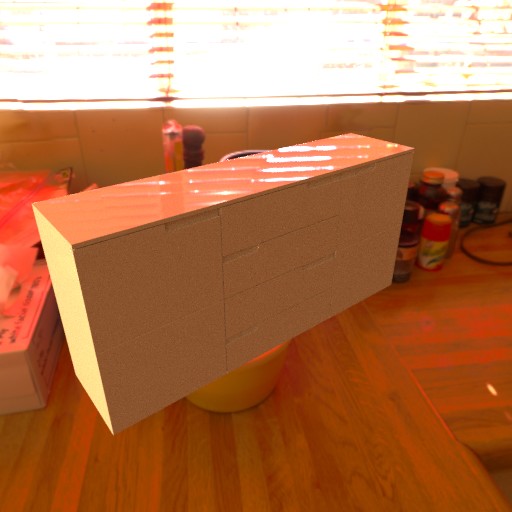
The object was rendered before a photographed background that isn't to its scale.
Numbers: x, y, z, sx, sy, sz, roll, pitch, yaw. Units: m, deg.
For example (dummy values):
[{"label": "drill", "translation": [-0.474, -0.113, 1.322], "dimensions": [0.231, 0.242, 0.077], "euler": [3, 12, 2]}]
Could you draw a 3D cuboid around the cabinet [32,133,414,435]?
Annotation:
[{"label": "cabinet", "translation": [0.000, 0.000, 2.026], "dimensions": [1.650, 0.800, 0.400], "euler": [-21, 35, -33]}]
